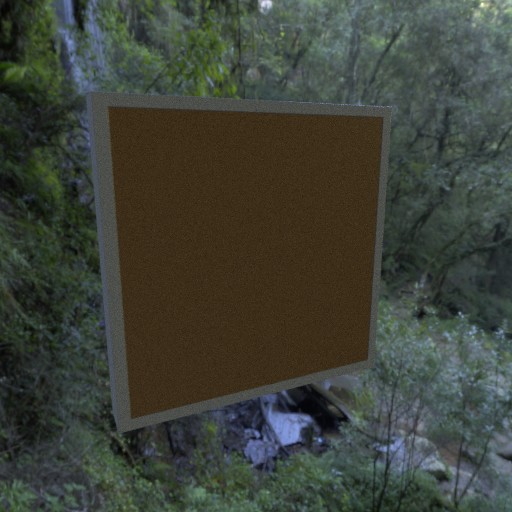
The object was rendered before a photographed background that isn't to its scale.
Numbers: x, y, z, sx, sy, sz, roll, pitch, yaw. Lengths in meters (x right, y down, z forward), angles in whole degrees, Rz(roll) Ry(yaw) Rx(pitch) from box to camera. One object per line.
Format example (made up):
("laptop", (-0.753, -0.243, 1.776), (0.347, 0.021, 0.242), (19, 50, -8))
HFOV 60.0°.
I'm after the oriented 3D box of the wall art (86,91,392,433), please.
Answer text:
("wall art", (0.000, 0.000, 0.462), (0.305, 0.305, 0.038), (-6, 15, -25))
